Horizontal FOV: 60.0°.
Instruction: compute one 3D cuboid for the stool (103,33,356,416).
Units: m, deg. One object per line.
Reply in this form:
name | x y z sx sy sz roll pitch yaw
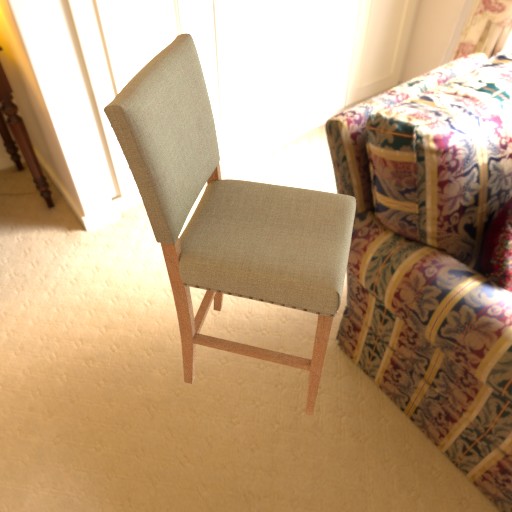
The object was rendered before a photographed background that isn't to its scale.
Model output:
stool | 0.000 0.000 1.461 0.585 1.203 0.445 10 47 10
